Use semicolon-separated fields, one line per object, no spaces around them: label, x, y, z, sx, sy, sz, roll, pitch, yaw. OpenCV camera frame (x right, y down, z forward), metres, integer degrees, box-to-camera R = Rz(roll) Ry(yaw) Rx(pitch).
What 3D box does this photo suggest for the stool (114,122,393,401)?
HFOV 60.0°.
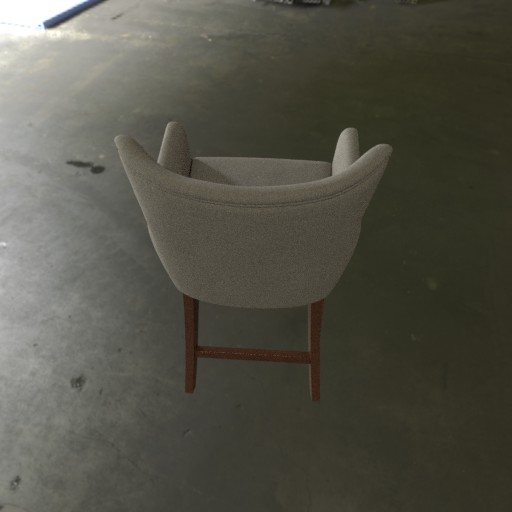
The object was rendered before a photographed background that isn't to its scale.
stool;0.000;0.000;1.321;0.575;0.951;0.575;3;46;3
